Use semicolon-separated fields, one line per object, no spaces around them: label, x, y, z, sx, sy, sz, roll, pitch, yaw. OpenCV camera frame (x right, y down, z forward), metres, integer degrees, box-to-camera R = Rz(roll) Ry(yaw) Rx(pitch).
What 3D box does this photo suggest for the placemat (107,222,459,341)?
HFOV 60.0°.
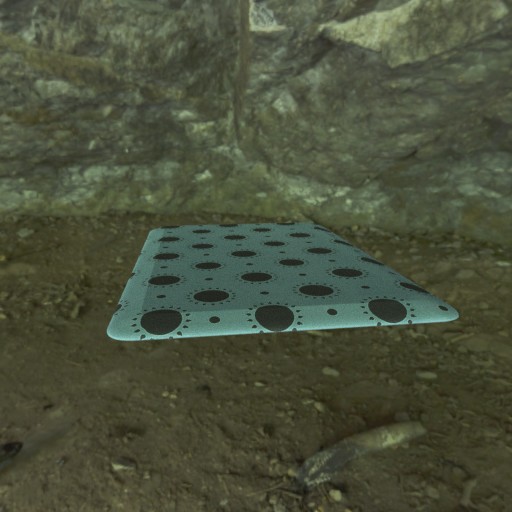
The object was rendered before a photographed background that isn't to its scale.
placemat;0.000;0.000;0.963;0.508;0.021;0.762;-2;14;-8
